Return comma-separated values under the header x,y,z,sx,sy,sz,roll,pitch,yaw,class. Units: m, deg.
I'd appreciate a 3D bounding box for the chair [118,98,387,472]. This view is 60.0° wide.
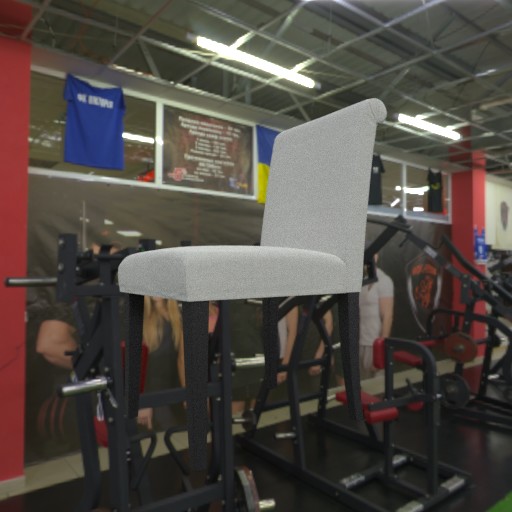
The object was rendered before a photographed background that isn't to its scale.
x,y,z,sx,sy,sz,roll,pitch,yaw,class
0.000,0.000,1.361,0.708,0.976,0.452,1,-1,-36,chair
